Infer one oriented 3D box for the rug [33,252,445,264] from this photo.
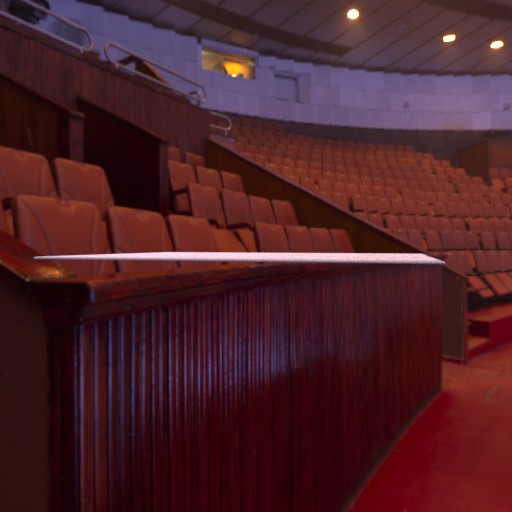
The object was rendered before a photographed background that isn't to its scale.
[{"bbox_3d":[0.000,0.000,2.980,2.205,0.014,1.589,0,2,18],"label":"rug"}]
